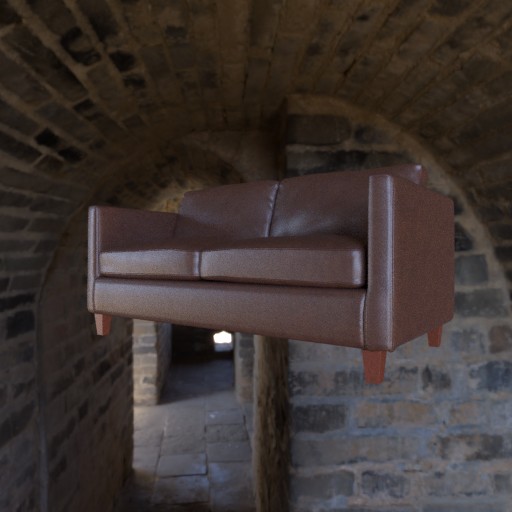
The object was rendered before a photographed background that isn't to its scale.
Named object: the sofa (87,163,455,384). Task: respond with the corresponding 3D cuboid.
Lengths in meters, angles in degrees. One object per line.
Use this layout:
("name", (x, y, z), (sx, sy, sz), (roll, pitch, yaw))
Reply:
("sofa", (0.000, 0.000, 2.464), (1.883, 0.933, 0.951), (0, 0, 36))
